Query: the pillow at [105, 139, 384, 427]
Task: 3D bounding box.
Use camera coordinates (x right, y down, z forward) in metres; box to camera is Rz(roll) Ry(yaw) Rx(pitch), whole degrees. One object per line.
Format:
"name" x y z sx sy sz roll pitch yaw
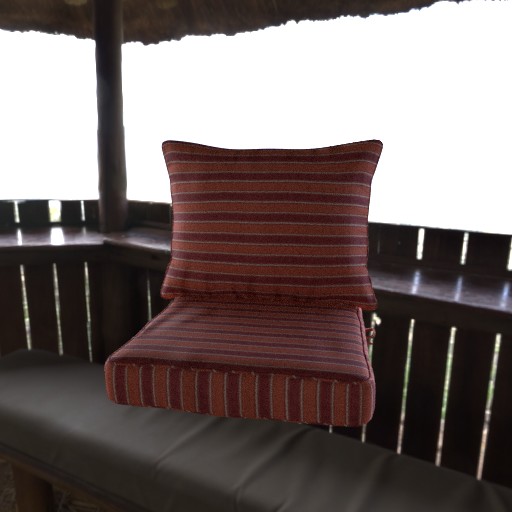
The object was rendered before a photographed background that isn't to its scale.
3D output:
"pillow" 0.000 0.000 1.372 0.799 0.723 0.733 2 13 9
